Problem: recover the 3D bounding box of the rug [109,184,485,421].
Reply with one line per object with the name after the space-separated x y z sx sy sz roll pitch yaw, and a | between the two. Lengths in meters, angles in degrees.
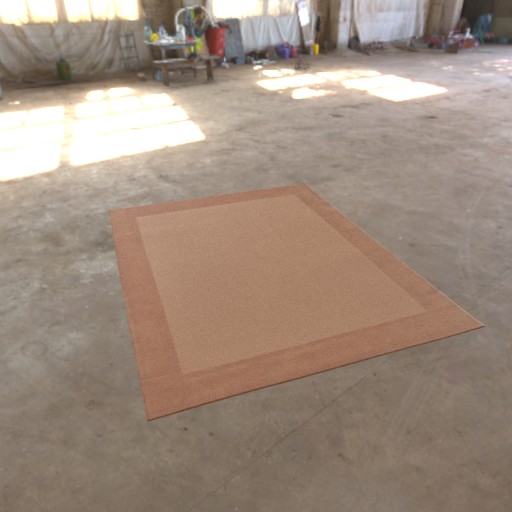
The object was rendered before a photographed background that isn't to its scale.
0.000 0.000 4.097 2.431 0.021 3.057 -10 32 -17 | rug
